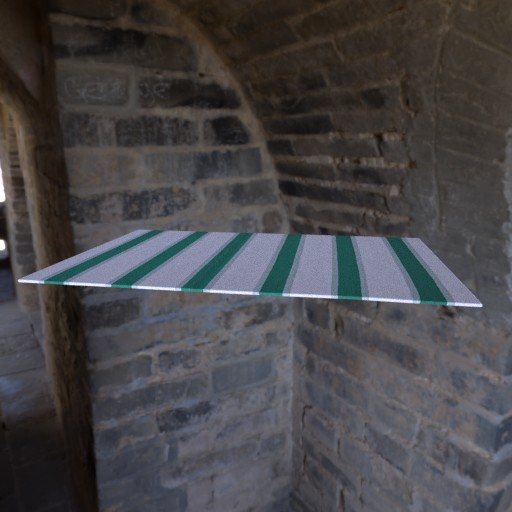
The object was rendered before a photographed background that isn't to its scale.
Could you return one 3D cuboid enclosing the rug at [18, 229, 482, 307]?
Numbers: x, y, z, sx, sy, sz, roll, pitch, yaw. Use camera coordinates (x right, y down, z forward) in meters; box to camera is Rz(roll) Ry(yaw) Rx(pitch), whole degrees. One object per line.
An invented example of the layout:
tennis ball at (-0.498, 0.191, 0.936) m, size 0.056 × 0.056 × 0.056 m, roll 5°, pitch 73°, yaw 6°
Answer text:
rug at (0.000, 0.000, 2.294) m, size 1.829 × 0.012 × 1.210 m, roll 2°, pitch 14°, yaw 9°
